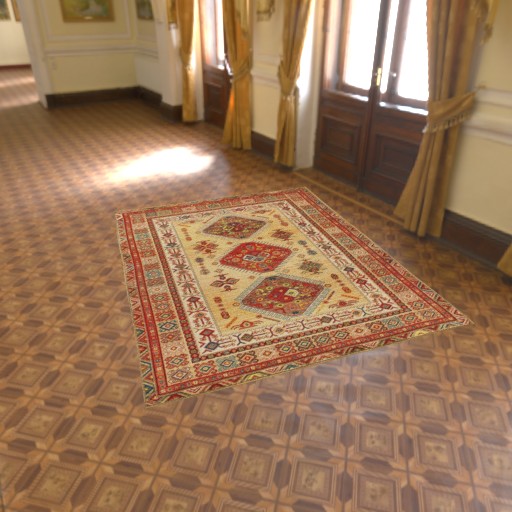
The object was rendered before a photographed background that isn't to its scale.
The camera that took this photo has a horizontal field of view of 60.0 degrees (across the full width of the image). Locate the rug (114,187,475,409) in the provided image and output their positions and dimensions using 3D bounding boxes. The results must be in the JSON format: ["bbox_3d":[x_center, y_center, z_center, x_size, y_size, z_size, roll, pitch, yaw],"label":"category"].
[{"bbox_3d":[0.000,0.000,4.260,2.460,0.005,3.067,-10,31,-17],"label":"rug"}]
